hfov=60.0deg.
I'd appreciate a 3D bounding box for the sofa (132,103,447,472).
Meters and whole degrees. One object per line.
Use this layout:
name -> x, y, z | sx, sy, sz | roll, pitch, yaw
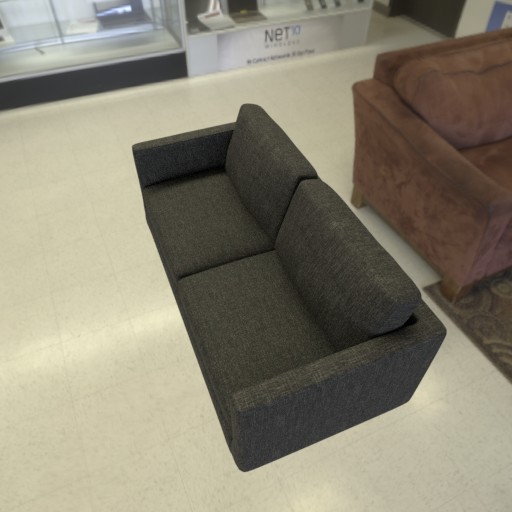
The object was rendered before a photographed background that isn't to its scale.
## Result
sofa -> 0.000, 0.000, 2.452 | 0.950, 0.963, 1.884 | -17, 49, -15
